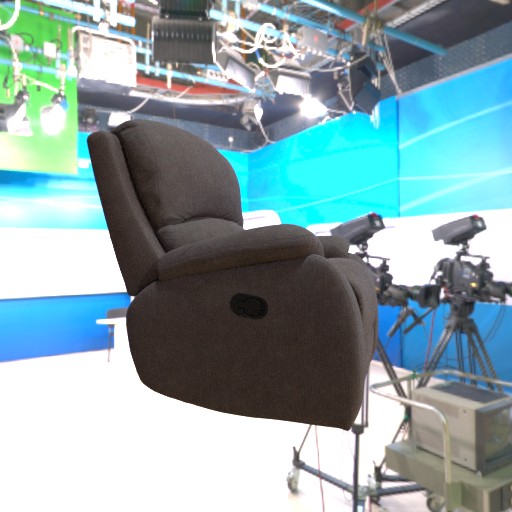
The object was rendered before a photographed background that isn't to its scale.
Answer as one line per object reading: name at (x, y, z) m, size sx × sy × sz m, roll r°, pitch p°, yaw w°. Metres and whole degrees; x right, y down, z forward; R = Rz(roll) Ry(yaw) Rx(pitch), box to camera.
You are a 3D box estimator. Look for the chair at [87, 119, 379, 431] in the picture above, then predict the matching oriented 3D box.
chair at (0.000, 0.000, 1.721) m, size 0.899 × 1.011 × 0.930 m, roll 0°, pitch 1°, yaw 18°
